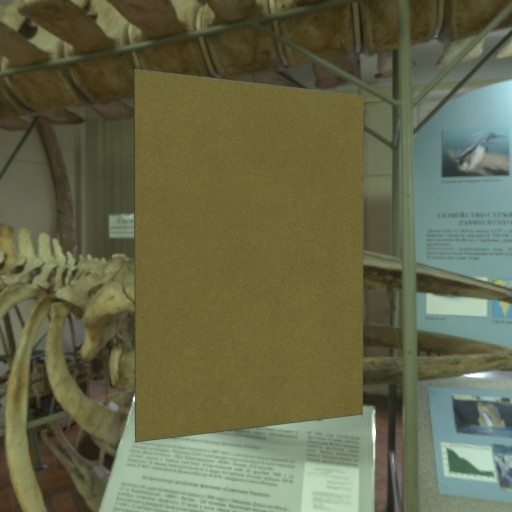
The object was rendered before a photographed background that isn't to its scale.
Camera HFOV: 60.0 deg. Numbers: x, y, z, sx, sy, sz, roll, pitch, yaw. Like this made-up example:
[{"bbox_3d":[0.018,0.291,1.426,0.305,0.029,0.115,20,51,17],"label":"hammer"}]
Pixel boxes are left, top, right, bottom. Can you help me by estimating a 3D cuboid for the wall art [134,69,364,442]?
[{"bbox_3d":[0.000,0.000,0.594,0.314,0.455,0.019,0,1,-17],"label":"wall art"}]
